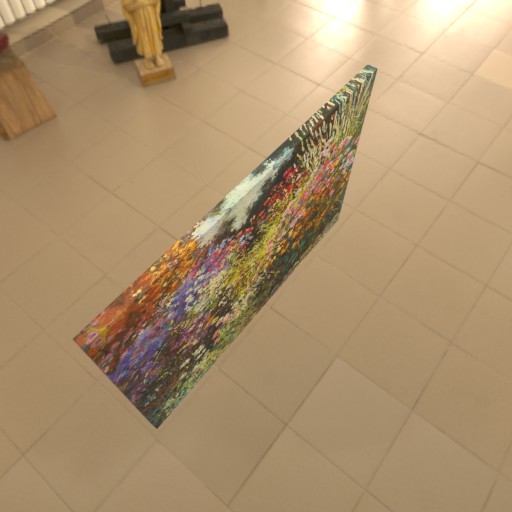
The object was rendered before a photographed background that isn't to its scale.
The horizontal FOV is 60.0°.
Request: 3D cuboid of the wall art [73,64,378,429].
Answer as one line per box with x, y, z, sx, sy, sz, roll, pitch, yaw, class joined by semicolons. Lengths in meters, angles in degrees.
0.000;0.000;1.433;0.042;0.760;1.136;34;64;19;wall art
